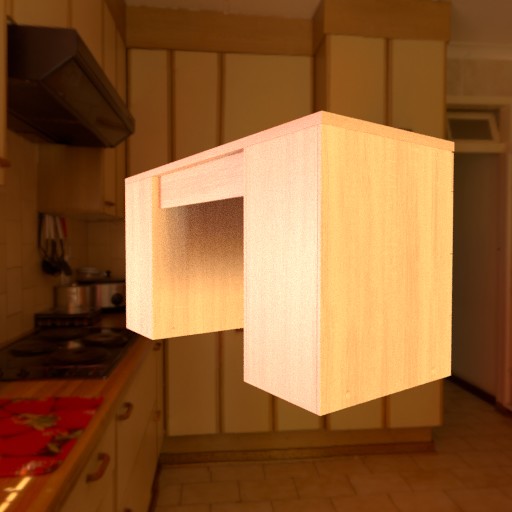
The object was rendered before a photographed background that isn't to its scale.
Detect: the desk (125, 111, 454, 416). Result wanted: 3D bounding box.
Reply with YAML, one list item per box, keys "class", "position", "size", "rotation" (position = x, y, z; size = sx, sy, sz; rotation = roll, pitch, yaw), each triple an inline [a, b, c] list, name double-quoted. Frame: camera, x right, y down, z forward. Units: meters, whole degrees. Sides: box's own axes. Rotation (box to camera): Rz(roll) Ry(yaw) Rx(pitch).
- class: "desk"
  position: [0.000, 0.000, 1.809]
  size: [0.600, 0.740, 1.390]
  rotation: [-1, 2, -35]
